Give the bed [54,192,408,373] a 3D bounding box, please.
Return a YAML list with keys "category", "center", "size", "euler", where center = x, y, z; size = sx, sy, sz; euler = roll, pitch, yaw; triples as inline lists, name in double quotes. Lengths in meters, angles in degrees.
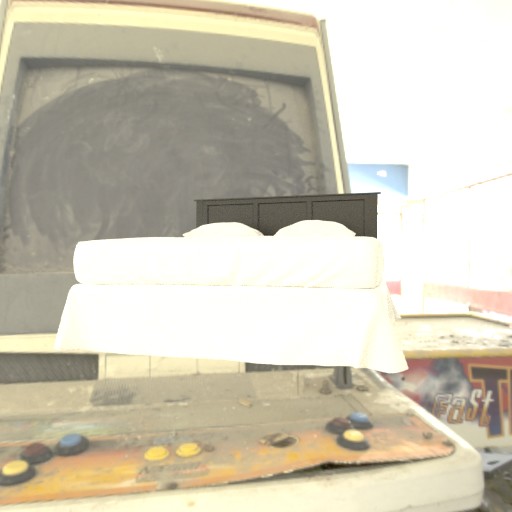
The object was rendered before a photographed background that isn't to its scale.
- category: "bed"
  center: [0.000, 0.000, 3.615]
  size: [2.315, 1.271, 2.219]
  euler: [0, -1, 16]
